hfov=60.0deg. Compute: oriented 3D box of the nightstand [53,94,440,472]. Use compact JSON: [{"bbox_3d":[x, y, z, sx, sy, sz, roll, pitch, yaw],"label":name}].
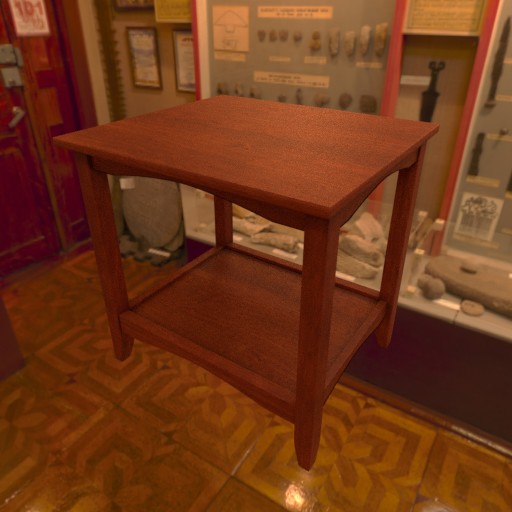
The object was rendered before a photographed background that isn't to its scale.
[{"bbox_3d":[0.000,0.000,0.990,0.558,0.558,0.501,19,35,29],"label":"nightstand"}]
